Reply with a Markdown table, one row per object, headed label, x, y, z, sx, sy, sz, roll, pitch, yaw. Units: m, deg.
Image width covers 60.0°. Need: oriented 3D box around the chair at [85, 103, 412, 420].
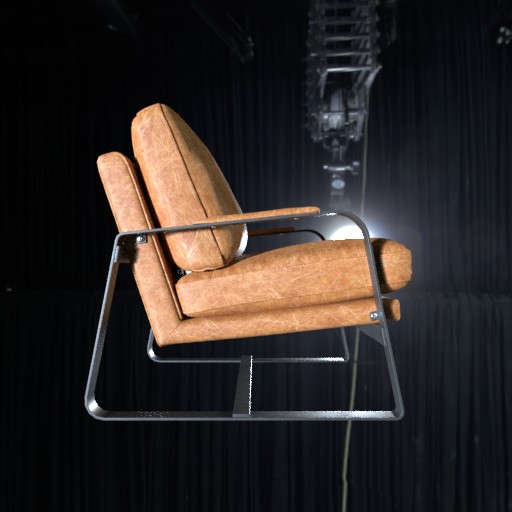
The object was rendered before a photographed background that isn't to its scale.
| label | x | y | z | sx | sy | sz | roll | pitch | yaw |
| --- | --- | --- | --- | --- | --- | --- | --- | --- | --- |
| chair | 0.000 | 0.000 | 1.363 | 0.801 | 0.777 | 0.651 | 0 | -1 | 0 |
